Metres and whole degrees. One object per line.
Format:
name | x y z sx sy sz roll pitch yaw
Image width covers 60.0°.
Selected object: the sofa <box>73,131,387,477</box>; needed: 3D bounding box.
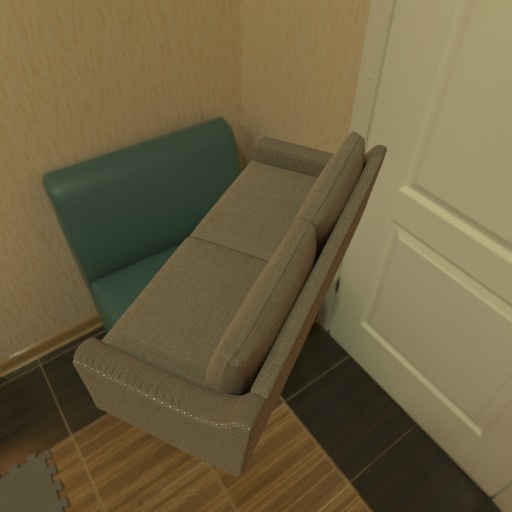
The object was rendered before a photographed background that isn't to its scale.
sofa | 0.000 0.000 2.742 1.000 0.857 2.208 19 49 17
